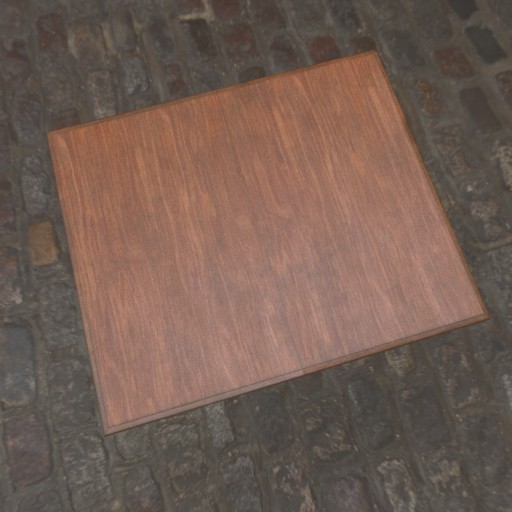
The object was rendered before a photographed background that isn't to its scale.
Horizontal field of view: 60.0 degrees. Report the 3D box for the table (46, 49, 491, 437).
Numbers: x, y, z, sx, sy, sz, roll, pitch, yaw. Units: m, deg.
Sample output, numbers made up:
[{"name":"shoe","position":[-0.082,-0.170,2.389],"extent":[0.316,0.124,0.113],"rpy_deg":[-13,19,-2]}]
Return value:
[{"name":"table","position":[0.000,0.000,1.545],"extent":[0.991,0.761,0.838],"rpy_deg":[-16,76,-4]}]
